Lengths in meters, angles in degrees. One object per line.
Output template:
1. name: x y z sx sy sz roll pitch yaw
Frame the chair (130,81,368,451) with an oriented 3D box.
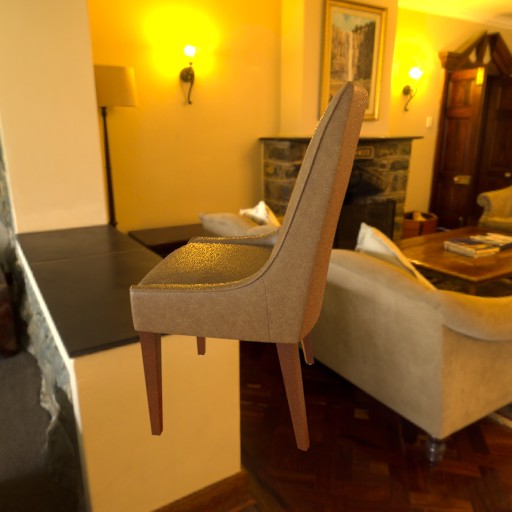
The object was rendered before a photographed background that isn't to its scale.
1. chair: 0.000 0.000 1.217 0.544 0.861 0.529 2 16 8
